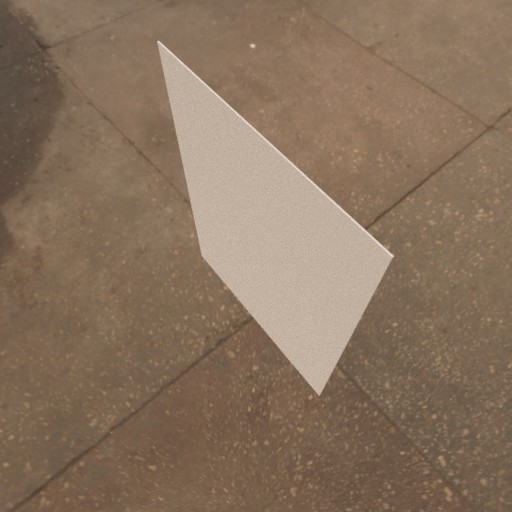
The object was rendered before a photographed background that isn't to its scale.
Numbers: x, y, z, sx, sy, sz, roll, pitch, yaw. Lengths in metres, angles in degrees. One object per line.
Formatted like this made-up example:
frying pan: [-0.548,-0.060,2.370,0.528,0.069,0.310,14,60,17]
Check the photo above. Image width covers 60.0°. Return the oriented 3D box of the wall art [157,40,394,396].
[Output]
wall art: [0.000,0.000,0.809,0.003,0.610,0.457,-34,65,-18]
